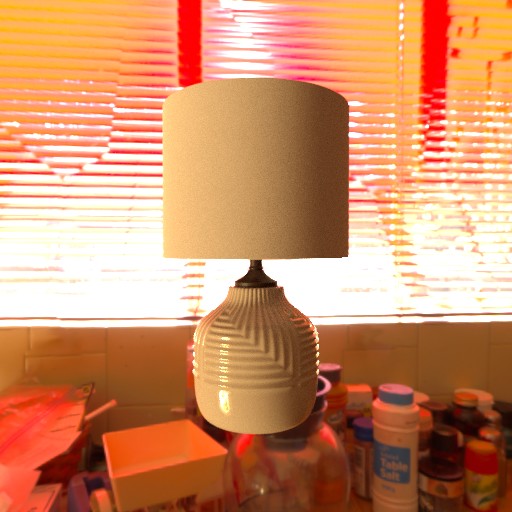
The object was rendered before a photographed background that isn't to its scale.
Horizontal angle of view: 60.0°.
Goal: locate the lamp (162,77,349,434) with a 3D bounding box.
[{"bbox_3d":[0.000,0.000,0.773,0.318,0.567,0.318,0,1,0],"label":"lamp"}]
